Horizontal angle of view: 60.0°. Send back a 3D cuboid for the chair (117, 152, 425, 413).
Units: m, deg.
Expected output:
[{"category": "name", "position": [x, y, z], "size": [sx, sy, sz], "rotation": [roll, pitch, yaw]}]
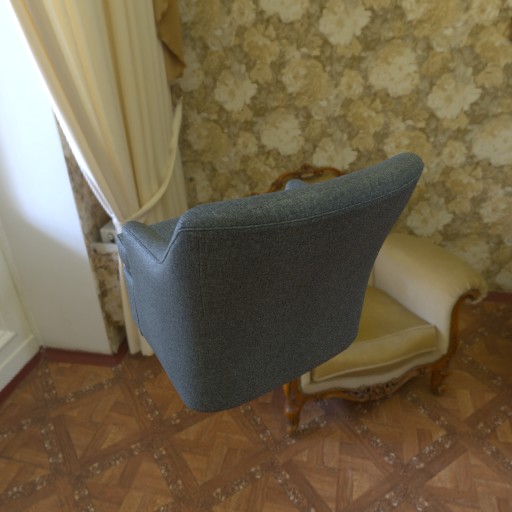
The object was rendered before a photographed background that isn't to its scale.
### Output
[{"category": "chair", "position": [0.000, 0.000, 1.638], "size": [0.864, 0.856, 0.923], "rotation": [-19, 35, -29]}]
